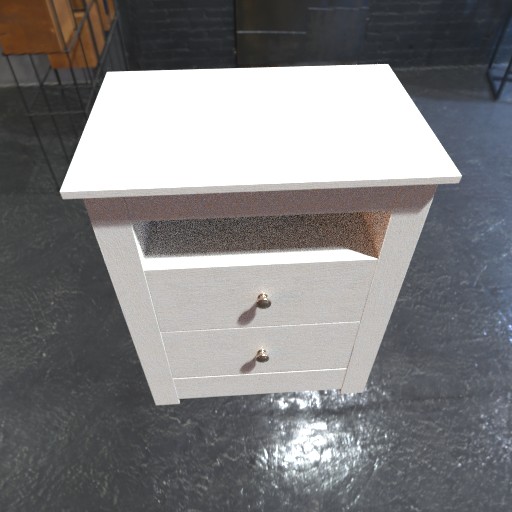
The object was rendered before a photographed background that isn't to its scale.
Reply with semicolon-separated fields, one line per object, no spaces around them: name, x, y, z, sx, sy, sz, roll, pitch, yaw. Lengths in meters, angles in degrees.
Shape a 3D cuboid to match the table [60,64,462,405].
table;0.000;0.000;1.041;0.589;0.711;0.406;-3;46;-3
